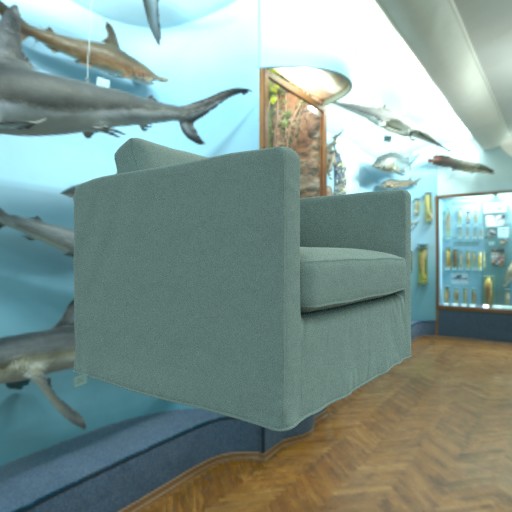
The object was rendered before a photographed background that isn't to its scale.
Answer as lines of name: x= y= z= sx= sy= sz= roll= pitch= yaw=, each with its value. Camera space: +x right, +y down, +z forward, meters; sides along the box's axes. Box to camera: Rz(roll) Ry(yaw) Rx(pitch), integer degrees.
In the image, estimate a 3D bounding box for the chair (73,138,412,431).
chair: x=0.000 y=0.000 z=1.765 sx=0.949 sy=0.863 sz=1.057 roll=0 pitch=0 yaw=36
